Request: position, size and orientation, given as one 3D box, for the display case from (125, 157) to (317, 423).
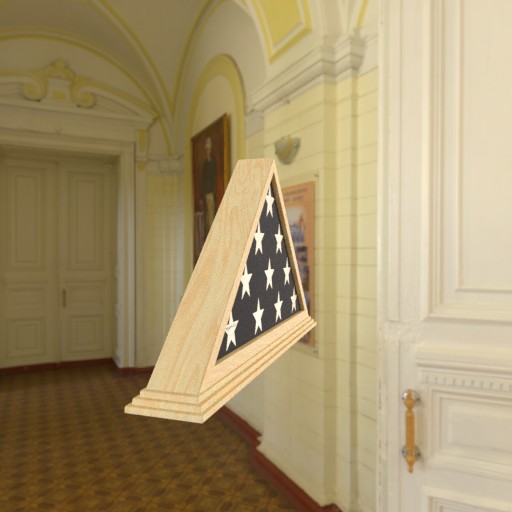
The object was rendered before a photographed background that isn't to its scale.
[{"bbox_3d":[0.000,0.000,0.779,0.095,0.340,0.640,0,1,18],"label":"display case"}]
